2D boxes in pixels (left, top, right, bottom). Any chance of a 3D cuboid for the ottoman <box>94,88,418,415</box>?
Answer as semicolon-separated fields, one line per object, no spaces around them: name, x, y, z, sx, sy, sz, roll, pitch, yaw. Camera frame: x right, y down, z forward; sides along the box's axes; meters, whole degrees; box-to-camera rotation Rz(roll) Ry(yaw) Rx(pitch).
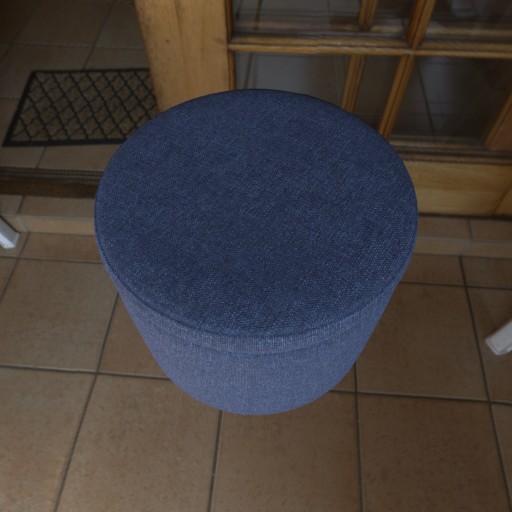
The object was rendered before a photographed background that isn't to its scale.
ottoman;0.000;0.000;0.870;0.520;0.430;0.520;0;57;0
